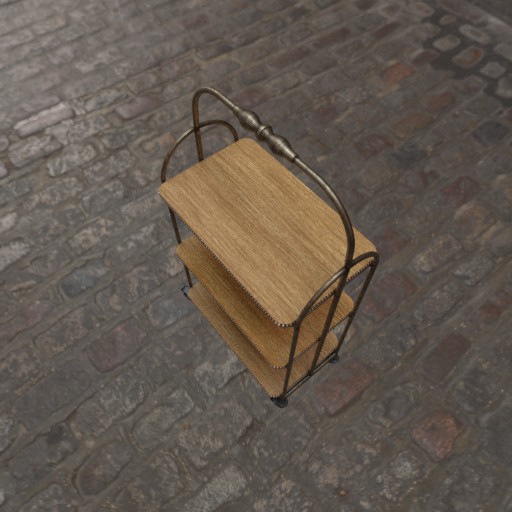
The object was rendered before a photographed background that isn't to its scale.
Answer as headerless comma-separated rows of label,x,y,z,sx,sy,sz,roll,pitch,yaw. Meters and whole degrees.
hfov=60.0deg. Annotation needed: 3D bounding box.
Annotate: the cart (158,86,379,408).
cart,0.000,0.000,1.346,0.330,1.052,0.650,-35,64,-20
